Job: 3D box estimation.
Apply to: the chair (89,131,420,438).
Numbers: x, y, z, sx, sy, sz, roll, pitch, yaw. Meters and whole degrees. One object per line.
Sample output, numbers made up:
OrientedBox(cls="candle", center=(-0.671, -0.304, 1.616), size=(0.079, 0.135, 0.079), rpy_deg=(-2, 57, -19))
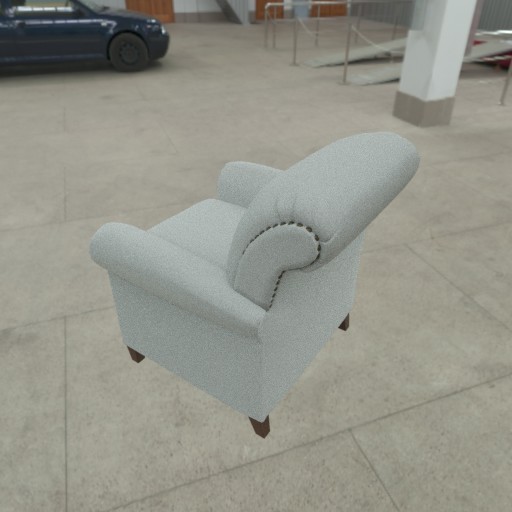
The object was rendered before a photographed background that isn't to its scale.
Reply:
OrientedBox(cls="chair", center=(0.000, 0.000, 1.635), size=(0.890, 0.927, 0.854), rpy_deg=(21, 39, 28))
